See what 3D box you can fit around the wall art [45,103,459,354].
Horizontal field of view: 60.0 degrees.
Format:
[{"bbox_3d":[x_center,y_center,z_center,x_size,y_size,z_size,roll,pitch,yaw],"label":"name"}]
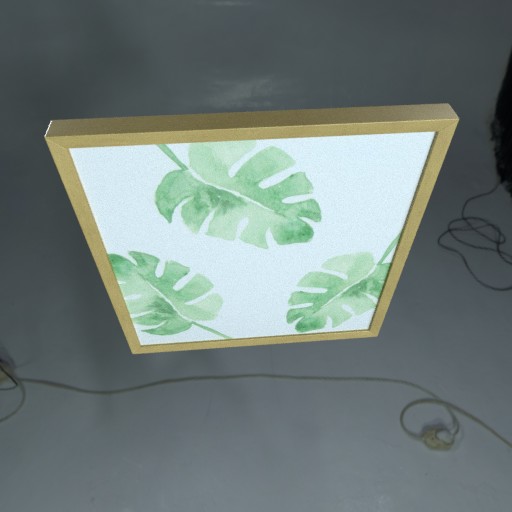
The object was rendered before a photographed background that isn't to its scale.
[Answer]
[{"bbox_3d":[0.000,0.000,0.741,0.508,0.508,0.038,-3,48,-3],"label":"wall art"}]
